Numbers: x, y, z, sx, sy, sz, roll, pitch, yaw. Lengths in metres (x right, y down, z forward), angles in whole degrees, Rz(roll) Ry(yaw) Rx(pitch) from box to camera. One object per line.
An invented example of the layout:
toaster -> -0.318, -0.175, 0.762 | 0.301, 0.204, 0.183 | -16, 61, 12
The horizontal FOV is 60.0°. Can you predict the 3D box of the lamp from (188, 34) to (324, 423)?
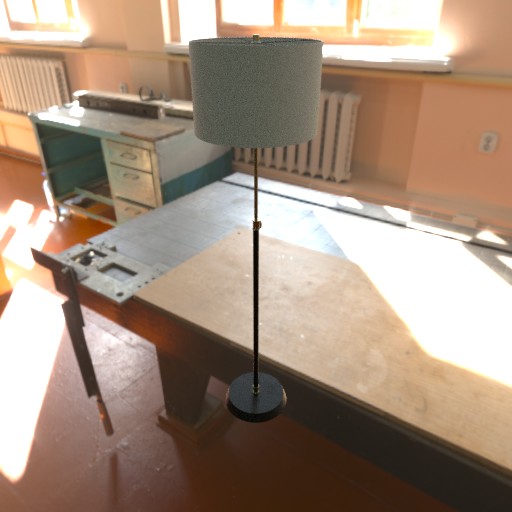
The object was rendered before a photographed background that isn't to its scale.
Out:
lamp -> 0.000, 0.000, 1.696 | 0.404, 1.517, 0.404 | -10, 31, -17
